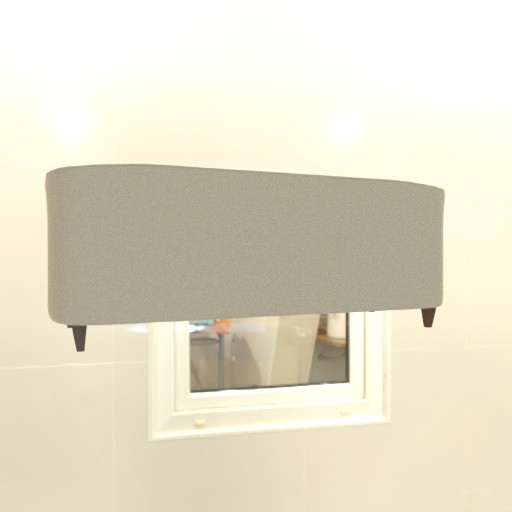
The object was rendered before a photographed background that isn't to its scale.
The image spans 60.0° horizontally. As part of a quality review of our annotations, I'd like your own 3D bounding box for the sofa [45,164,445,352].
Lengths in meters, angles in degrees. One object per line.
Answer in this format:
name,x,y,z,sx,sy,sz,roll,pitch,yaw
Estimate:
sofa,0.000,0.000,2.670,2.278,0.855,0.941,0,0,-19
